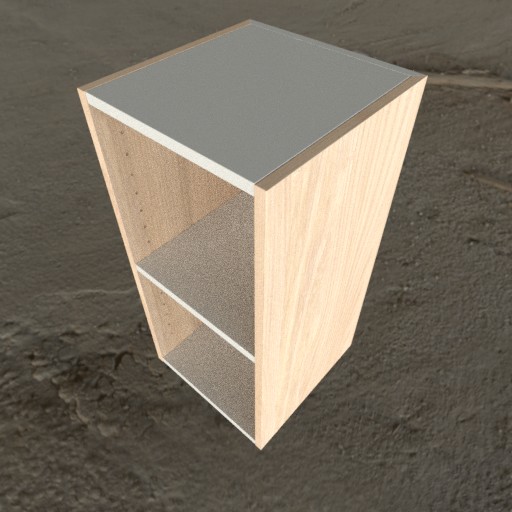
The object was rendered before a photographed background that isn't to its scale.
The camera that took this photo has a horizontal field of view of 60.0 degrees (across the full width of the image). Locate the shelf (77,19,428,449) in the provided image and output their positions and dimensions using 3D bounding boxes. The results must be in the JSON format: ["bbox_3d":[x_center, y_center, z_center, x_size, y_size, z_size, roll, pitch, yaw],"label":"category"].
[{"bbox_3d":[0.000,0.000,0.735,0.290,0.594,0.297,33,55,27],"label":"shelf"}]
